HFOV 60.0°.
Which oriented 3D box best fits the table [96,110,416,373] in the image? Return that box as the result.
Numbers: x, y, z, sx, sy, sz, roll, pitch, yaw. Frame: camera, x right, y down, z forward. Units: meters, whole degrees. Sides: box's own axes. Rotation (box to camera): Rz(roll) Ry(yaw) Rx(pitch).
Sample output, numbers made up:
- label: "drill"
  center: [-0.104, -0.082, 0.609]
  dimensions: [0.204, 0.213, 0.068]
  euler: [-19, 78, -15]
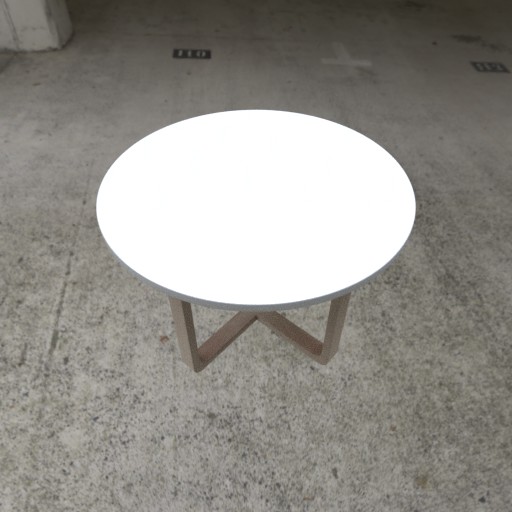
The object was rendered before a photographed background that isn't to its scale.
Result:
- label: "table"
  center: [0.000, 0.000, 0.999]
  dimensions: [0.600, 0.400, 0.600]
  euler: [0, 45, 0]
